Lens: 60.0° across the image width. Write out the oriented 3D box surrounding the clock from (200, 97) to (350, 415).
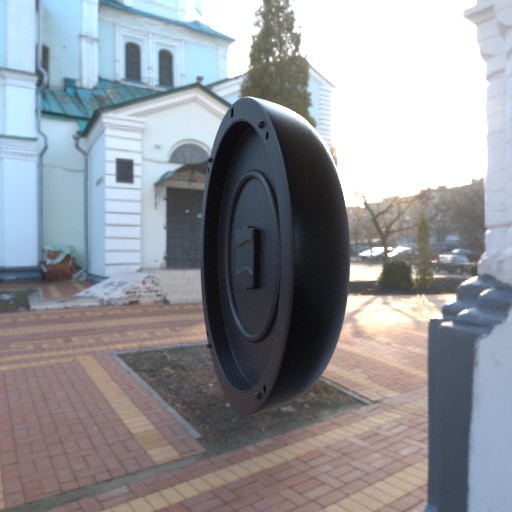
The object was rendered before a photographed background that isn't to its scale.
[{"bbox_3d":[0.000,0.000,0.449,0.060,0.300,0.300,0,1,-19],"label":"clock"}]
